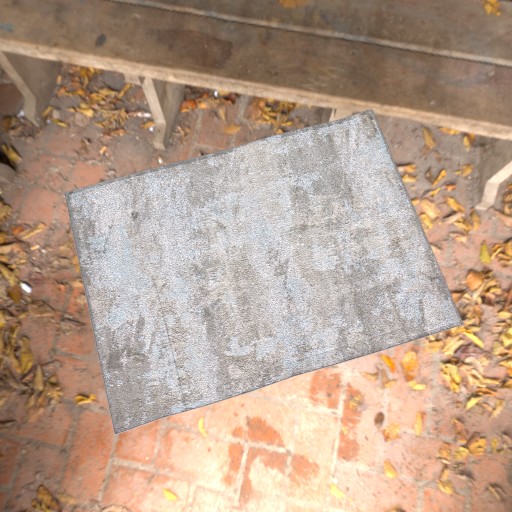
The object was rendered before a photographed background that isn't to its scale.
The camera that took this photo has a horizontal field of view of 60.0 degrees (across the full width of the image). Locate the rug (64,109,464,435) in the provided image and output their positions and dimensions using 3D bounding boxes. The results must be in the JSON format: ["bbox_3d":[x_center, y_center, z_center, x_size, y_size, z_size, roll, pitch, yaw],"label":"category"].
[{"bbox_3d":[0.000,0.000,4.290,3.307,0.013,2.393,-16,76,-4],"label":"rug"}]
